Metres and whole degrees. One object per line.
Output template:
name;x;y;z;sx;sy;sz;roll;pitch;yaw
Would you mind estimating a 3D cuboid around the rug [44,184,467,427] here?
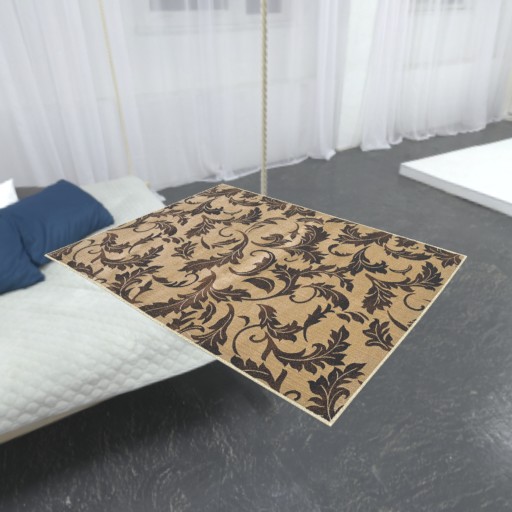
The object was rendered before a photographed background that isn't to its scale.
rug;0.000;0.000;3.965;2.977;0.008;2.380;22;36;33
